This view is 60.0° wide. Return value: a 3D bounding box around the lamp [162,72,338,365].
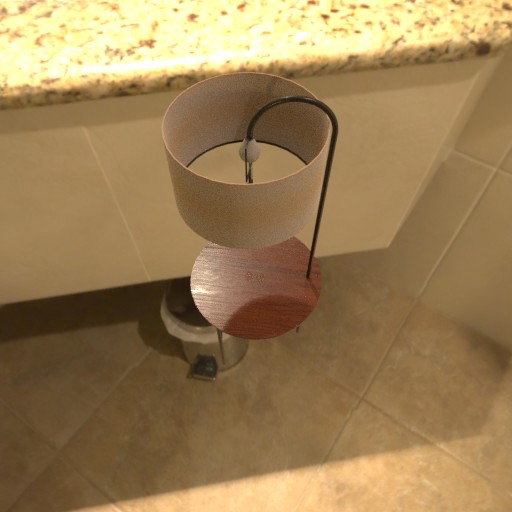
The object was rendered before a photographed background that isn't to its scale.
[{"bbox_3d":[0.000,0.000,1.802,0.573,1.517,0.573,0,56,0],"label":"lamp"}]
